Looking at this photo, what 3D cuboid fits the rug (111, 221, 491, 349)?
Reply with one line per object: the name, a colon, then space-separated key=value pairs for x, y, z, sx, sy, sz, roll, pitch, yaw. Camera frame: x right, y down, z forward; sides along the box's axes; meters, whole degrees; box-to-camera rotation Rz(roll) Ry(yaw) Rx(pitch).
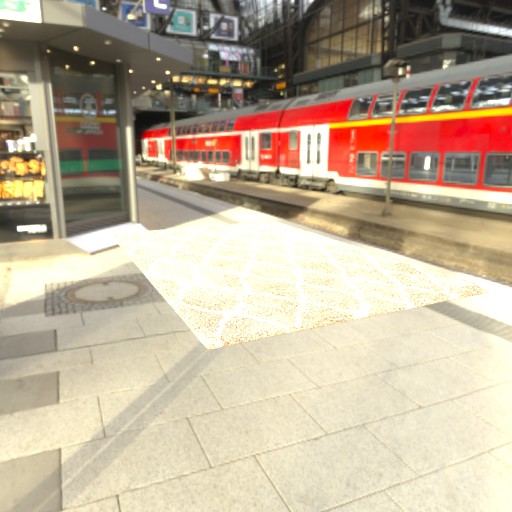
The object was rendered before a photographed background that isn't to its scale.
rug: x=0.000 y=0.000 z=3.437 sx=1.778 sy=0.030 sz=2.743 roll=-7 pitch=15 yaw=-25
